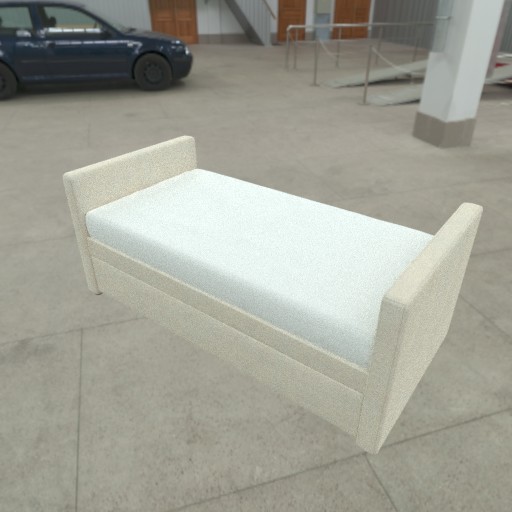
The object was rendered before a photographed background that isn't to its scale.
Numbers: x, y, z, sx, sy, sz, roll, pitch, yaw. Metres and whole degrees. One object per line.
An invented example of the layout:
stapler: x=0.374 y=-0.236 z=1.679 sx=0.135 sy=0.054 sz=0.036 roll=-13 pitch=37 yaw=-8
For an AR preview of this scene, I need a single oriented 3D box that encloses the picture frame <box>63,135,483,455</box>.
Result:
picture frame: x=0.000 y=0.000 z=2.711 sx=2.161 sy=0.891 sz=1.069 roll=21 pitch=37 yaw=31
